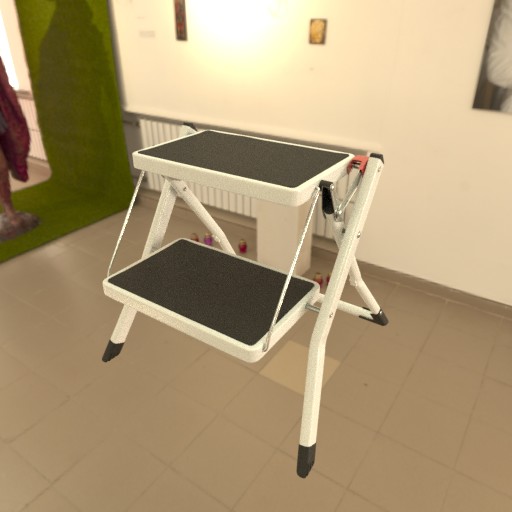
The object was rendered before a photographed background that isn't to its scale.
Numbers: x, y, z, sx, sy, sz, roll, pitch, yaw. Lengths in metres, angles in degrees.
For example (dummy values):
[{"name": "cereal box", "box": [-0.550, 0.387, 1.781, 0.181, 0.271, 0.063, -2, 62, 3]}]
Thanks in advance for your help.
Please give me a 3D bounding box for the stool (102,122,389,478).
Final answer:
[{"name": "stool", "box": [0.000, 0.000, 0.862, 0.485, 0.445, 0.490, 18, 34, 29]}]
